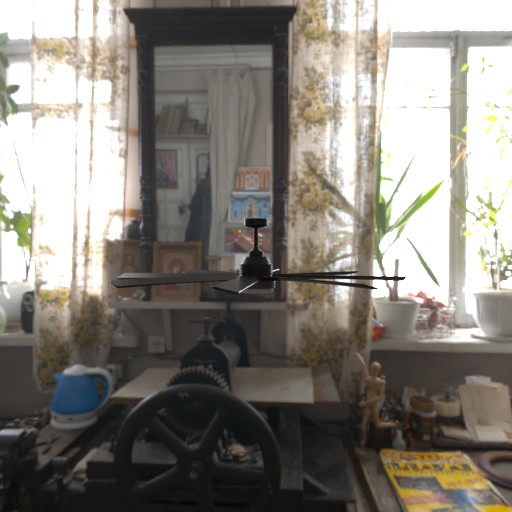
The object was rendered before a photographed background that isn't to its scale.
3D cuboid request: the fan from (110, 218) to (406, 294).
[{"bbox_3d":[0.000,0.000,2.827,1.830,0.472,1.830,-1,1,-36],"label":"fan"}]
